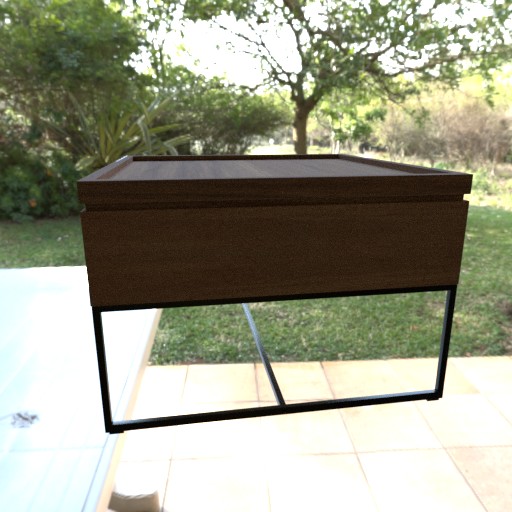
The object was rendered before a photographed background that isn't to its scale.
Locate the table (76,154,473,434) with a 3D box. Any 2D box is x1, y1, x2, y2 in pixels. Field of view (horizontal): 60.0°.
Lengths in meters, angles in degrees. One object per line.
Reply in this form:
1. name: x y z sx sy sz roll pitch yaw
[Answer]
1. table: 0.000 0.000 1.123 0.676 0.464 0.679 -3 16 -9
